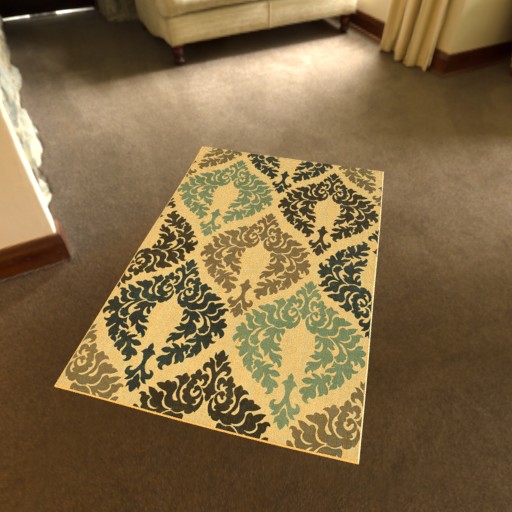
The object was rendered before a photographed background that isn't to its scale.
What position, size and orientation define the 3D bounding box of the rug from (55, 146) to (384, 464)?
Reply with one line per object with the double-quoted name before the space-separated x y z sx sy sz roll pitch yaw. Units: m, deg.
"rug" 0.000 0.000 2.847 1.514 0.014 2.275 10 47 10
